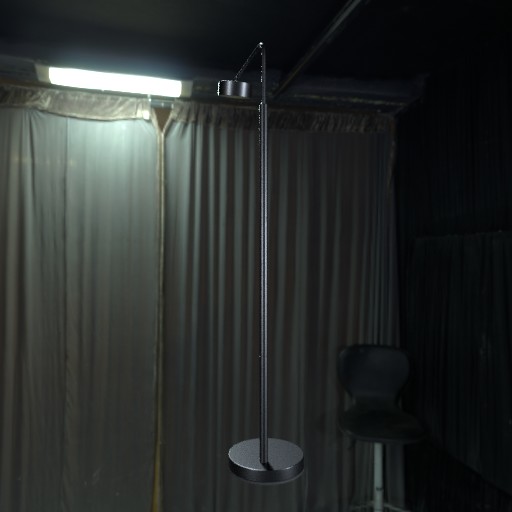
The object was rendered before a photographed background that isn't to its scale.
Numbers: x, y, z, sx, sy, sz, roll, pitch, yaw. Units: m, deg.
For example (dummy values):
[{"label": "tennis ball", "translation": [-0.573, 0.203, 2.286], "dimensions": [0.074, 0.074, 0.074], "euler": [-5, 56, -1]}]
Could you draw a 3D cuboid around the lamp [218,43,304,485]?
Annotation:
[{"label": "lamp", "translation": [0.000, 0.000, 1.394], "dimensions": [0.219, 1.230, 0.418], "euler": [0, -1, -17]}]
